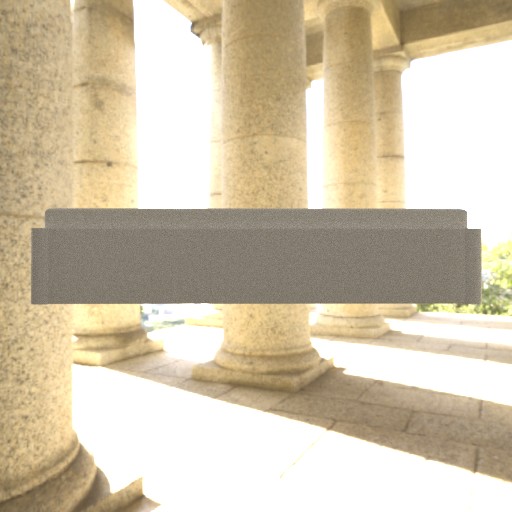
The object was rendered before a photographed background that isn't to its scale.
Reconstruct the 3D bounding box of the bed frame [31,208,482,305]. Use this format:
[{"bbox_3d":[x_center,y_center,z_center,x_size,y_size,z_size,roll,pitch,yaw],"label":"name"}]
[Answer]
[{"bbox_3d":[0.000,0.000,2.533,1.900,0.406,1.400,0,0,-1],"label":"bed frame"}]
